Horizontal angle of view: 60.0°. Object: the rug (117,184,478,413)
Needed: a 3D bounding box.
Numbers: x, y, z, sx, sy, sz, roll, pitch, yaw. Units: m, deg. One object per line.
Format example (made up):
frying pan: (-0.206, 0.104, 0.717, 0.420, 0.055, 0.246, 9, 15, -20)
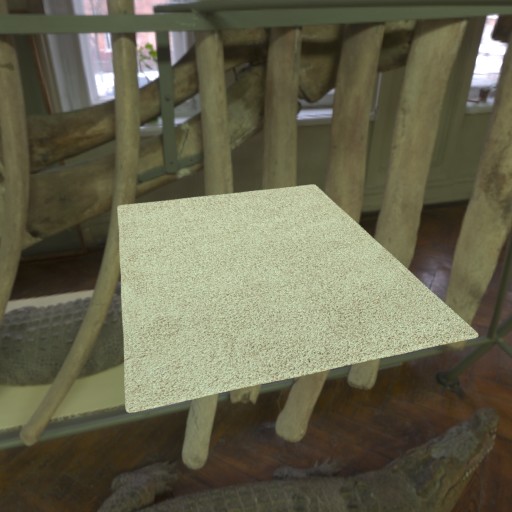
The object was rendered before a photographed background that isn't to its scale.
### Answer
rug: (0.000, 0.000, 4.115, 2.438, 0.029, 3.047, -8, 31, -14)
